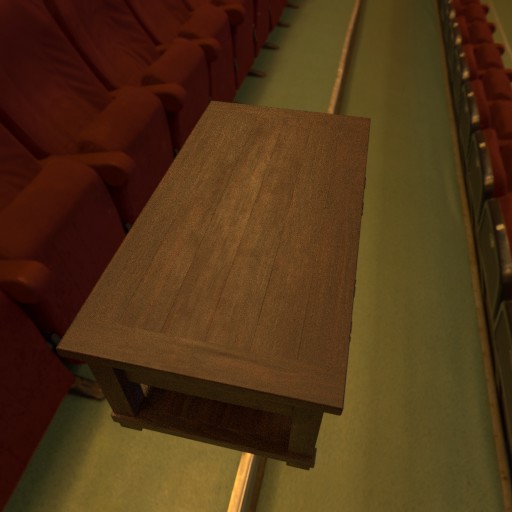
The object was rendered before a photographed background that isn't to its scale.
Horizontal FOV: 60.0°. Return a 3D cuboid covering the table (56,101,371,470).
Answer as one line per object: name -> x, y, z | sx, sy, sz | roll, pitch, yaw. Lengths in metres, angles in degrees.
table -> 0.000, 0.000, 1.602 | 0.700, 0.494, 1.270 | 9, 47, 9
